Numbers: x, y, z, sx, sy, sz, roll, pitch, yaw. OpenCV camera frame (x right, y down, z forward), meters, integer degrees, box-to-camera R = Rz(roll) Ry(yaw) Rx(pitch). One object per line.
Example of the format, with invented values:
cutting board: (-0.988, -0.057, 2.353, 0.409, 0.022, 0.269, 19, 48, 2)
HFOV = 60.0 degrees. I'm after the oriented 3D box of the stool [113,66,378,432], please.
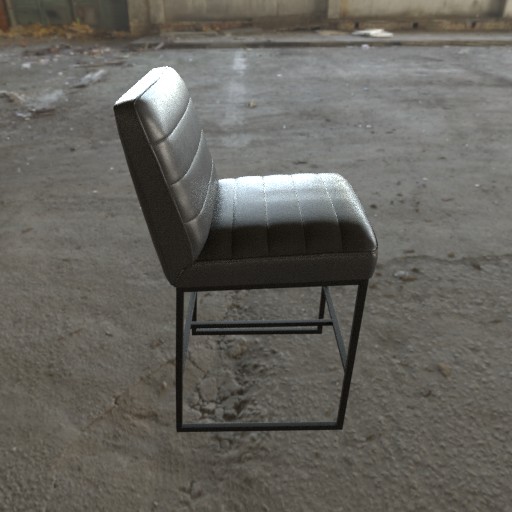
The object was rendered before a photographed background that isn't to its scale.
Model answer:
stool: (0.000, 0.000, 1.242, 0.552, 0.938, 0.457, -1, 31, -1)
